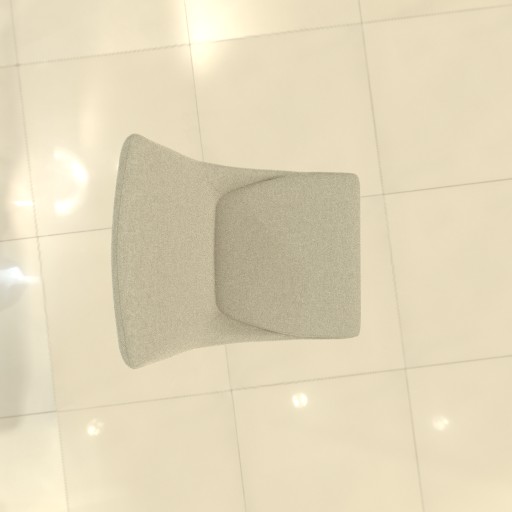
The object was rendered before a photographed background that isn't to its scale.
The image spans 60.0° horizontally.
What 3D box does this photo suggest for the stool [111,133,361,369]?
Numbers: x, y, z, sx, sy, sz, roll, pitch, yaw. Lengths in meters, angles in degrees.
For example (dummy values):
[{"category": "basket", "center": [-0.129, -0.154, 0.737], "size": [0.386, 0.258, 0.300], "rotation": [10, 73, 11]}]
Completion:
[{"category": "stool", "center": [0.000, 0.000, 1.326], "size": [0.559, 0.991, 0.469], "rotation": [0, 89, 0]}]
